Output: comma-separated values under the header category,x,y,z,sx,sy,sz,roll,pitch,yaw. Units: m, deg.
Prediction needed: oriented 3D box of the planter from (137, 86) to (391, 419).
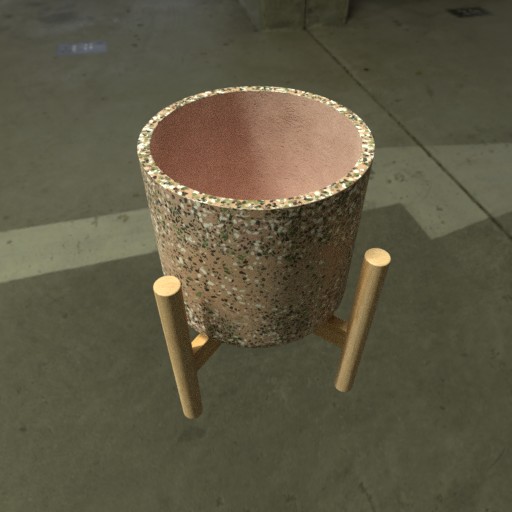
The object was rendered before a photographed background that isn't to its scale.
category,x,y,z,sx,sy,sz,roll,pitch,yaw
planter,0.000,0.000,0.533,0.284,0.320,0.284,-25,50,-23
